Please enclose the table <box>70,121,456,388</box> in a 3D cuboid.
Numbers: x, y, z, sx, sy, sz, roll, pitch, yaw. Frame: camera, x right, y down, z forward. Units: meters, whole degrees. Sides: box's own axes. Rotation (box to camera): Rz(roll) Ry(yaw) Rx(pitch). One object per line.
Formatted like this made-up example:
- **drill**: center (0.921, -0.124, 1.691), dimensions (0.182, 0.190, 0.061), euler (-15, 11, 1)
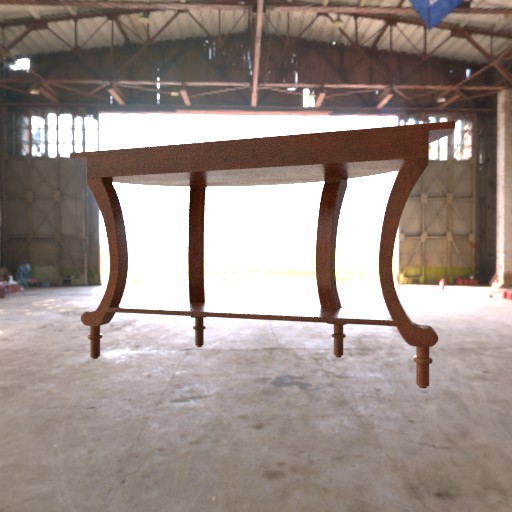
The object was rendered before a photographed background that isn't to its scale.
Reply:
- **table**: center (0.000, 0.000, 1.506), dimensions (1.198, 0.699, 0.394), euler (0, 1, 18)
